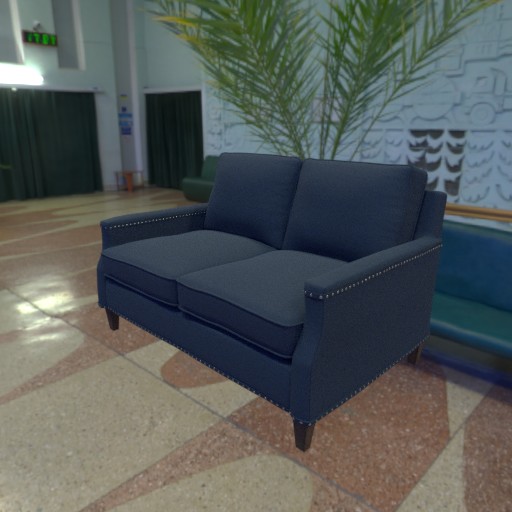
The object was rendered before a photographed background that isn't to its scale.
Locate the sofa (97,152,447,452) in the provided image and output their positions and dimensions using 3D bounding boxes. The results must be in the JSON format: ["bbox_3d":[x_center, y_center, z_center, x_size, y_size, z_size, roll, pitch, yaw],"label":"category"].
[{"bbox_3d":[0.000,0.000,2.335,1.597,1.003,1.084,16,22,43],"label":"sofa"}]
